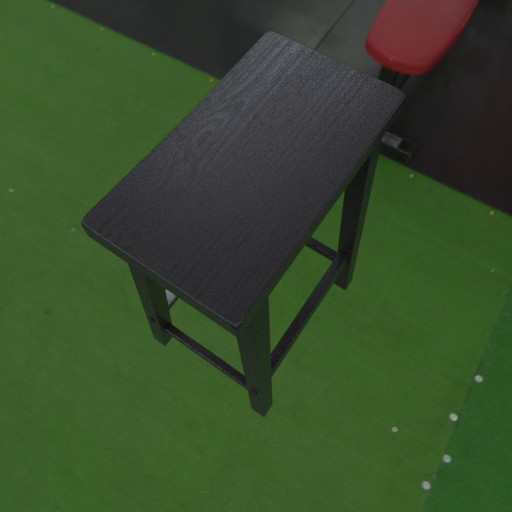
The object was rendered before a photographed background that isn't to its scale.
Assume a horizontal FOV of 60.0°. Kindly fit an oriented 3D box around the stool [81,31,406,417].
[{"bbox_3d":[0.000,0.000,0.838,0.322,0.610,0.406,32,68,14],"label":"stool"}]
